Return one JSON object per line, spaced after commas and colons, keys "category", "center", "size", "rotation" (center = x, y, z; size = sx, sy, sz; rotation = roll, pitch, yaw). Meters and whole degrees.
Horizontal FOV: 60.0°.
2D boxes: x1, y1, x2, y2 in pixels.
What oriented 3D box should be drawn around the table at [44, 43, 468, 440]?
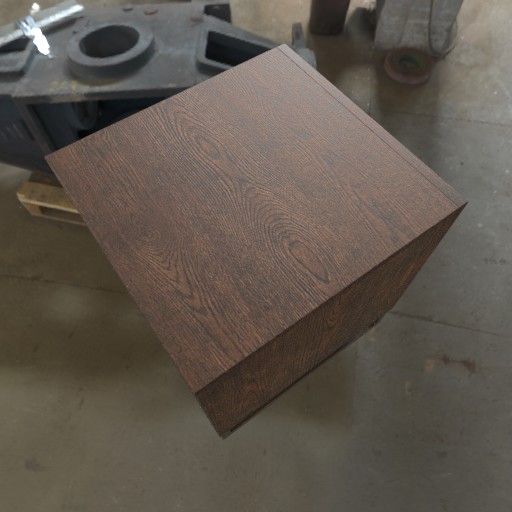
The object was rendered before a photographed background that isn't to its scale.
{"category": "table", "center": [0.000, 0.000, 1.022], "size": [0.566, 0.582, 0.506], "rotation": [-32, 66, -16]}
